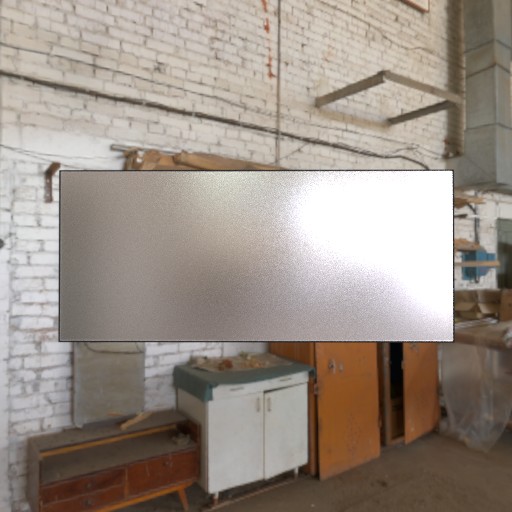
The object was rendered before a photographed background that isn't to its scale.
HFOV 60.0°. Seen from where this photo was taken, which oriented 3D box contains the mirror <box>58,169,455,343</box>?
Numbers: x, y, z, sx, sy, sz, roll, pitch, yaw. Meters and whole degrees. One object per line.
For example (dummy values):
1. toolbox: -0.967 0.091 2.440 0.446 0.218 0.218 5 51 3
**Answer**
1. mirror: 0.000 0.000 1.795 1.584 0.692 0.047 0 -1 0
